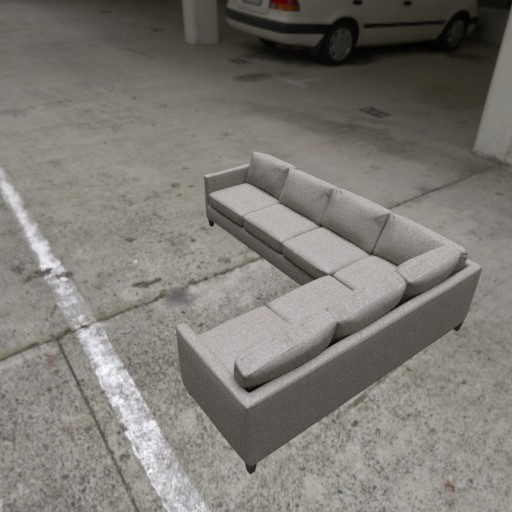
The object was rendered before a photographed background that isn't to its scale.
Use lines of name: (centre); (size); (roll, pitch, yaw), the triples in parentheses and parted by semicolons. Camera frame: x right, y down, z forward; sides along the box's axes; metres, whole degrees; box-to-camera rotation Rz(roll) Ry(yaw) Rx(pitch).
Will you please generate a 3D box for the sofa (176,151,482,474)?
sofa: (0.000, 0.000, 4.479); (2.593, 0.947, 3.302); (-22, 38, -30)
